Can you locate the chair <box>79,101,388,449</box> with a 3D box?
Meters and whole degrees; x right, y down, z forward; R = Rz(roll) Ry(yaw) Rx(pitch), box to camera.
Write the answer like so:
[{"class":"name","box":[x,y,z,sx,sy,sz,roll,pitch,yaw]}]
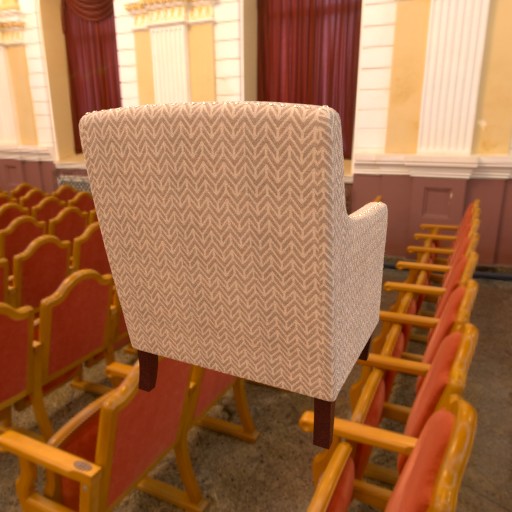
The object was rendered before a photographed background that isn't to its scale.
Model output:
[{"class":"chair","box":[0.000,0.000,1.286,0.623,0.816,0.651,8,18,25]}]
